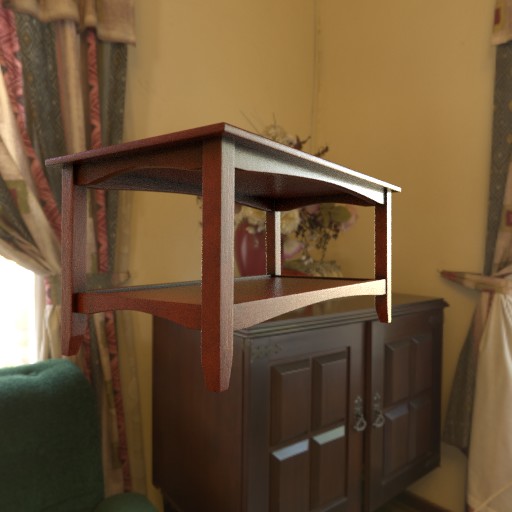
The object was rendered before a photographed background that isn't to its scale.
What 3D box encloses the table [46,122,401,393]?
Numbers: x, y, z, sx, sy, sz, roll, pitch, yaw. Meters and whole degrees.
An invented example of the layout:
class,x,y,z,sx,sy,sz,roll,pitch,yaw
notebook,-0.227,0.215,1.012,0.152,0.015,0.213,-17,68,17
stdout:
class,x,y,z,sx,sy,sz,roll,pitch,yaw
table,0.000,0.000,1.263,0.533,0.456,0.943,1,1,35
